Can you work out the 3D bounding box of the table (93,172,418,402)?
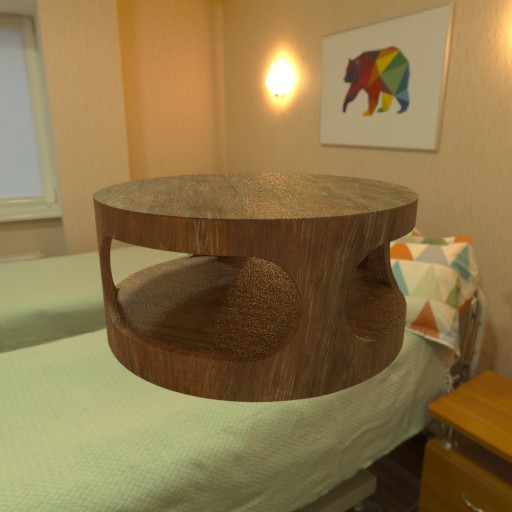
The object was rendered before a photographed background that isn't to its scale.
[{"bbox_3d":[0.000,0.000,1.472,0.974,0.450,0.974,0,16,0],"label":"table"}]
